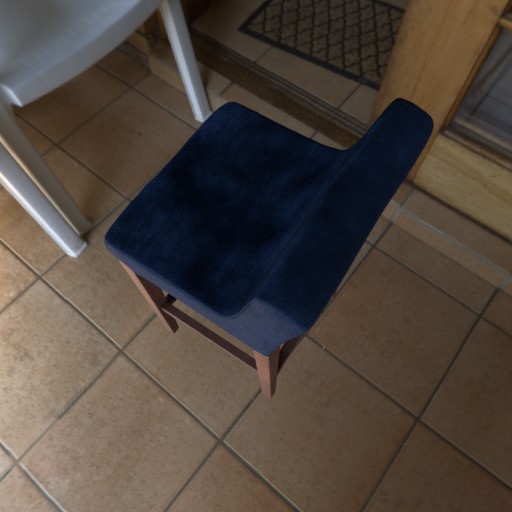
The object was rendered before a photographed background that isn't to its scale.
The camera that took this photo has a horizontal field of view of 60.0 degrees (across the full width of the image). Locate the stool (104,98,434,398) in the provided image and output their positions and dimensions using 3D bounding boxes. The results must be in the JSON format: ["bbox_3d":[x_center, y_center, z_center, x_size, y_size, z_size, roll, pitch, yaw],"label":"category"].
[{"bbox_3d":[0.000,0.000,1.217,0.516,0.945,0.511,30,68,14],"label":"stool"}]
